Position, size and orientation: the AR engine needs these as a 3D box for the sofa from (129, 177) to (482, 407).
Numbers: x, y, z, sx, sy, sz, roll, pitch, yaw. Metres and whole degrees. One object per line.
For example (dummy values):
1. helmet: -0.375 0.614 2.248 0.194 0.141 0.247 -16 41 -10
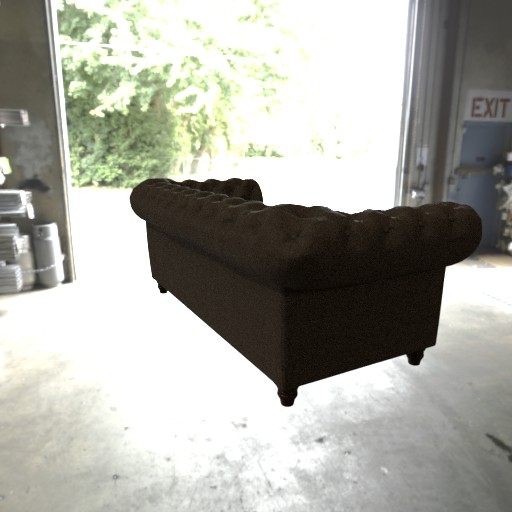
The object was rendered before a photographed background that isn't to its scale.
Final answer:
1. sofa: 0.000 0.000 2.439 0.944 0.780 2.048 -7 15 -28
